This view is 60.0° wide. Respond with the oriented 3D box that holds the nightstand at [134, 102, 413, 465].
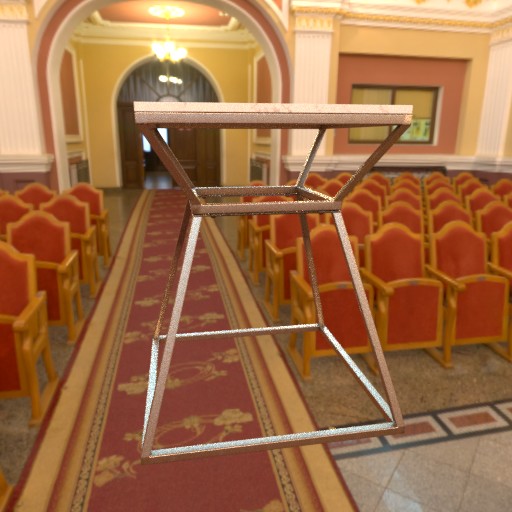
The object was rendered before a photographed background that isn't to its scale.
[{"bbox_3d":[0.000,0.000,0.891,0.455,0.554,0.455,-3,15,-10],"label":"nightstand"}]
